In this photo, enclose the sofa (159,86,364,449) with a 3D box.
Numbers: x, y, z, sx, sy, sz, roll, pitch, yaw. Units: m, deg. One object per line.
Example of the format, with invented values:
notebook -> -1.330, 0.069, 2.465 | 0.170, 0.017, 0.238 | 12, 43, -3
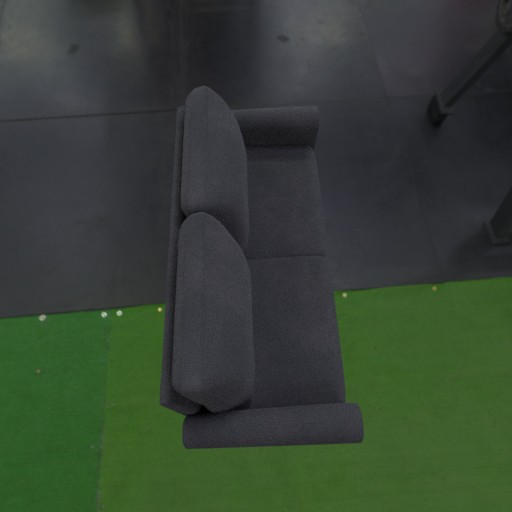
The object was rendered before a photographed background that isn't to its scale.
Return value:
sofa -> 0.000, 0.000, 2.416 | 0.842, 0.942, 1.935 | -2, 62, -1
